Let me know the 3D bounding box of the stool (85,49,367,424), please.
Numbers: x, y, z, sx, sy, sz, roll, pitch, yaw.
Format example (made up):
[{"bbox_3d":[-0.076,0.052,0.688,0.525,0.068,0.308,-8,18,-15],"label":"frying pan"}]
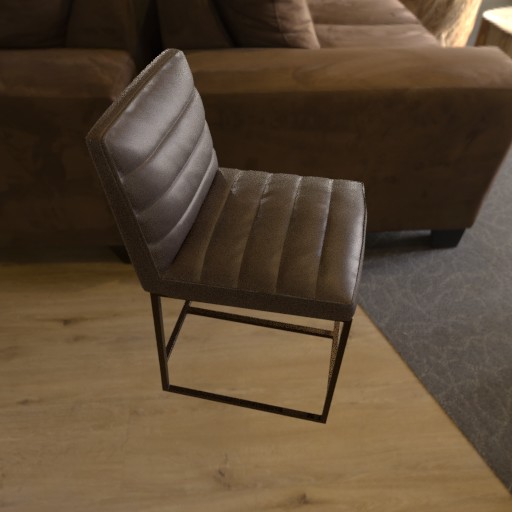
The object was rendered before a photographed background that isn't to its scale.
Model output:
[{"bbox_3d":[0.000,0.000,1.235,0.562,0.946,0.463,9,46,8],"label":"stool"}]
